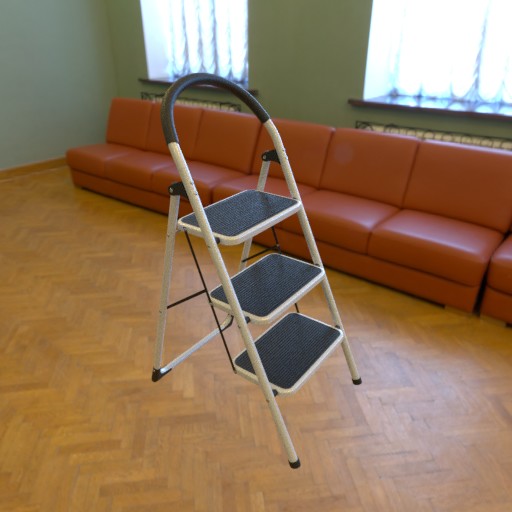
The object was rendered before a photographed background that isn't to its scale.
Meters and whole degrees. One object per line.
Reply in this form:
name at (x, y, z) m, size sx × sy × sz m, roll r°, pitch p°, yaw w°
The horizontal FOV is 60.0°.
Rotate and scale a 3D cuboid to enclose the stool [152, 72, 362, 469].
stool at (0.000, 0.000, 1.475) m, size 0.676 × 1.109 × 0.485 m, roll 19°, pitch 33°, yaw 32°
